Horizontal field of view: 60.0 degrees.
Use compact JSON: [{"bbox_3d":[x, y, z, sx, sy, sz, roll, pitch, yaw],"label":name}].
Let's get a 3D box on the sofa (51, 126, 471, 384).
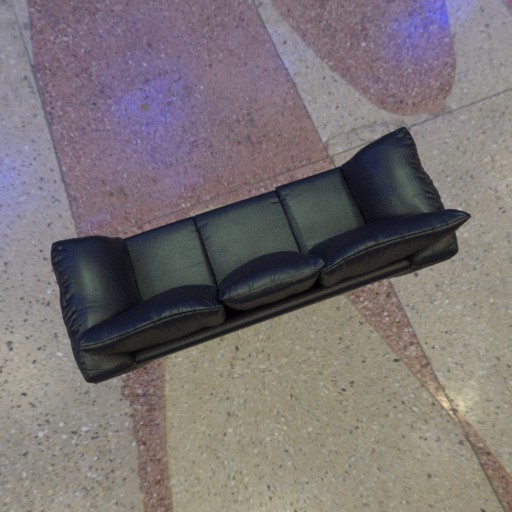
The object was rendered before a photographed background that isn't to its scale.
[{"bbox_3d":[0.000,0.000,2.814,2.336,1.073,0.880,-19,76,-5],"label":"sofa"}]
